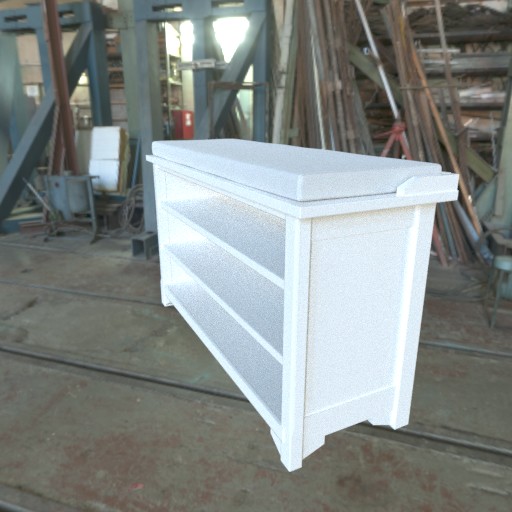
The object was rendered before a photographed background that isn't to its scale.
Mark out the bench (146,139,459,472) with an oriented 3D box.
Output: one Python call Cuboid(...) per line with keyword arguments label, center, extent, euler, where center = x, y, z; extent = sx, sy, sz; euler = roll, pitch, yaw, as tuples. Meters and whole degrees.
Cuboid(label="bench", center=(0.000, 0.000, 1.245), extent=(0.346, 0.589, 0.987), euler=(-9, 20, -25))
